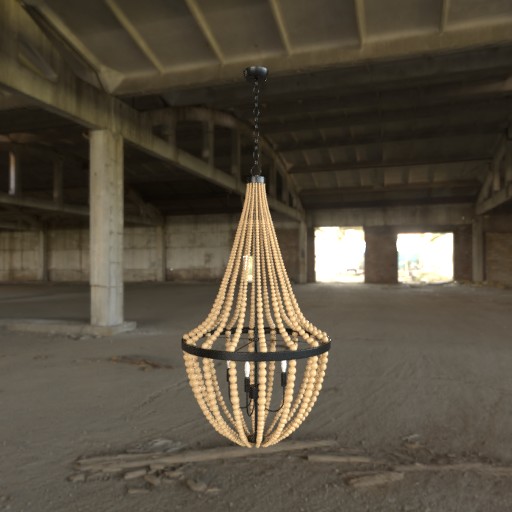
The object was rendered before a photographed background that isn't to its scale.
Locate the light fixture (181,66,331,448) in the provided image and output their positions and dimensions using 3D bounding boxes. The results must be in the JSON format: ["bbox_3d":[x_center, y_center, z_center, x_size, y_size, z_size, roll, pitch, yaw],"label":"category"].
[{"bbox_3d":[0.000,0.000,1.357,0.450,1.133,0.450,0,-1,0],"label":"light fixture"}]
